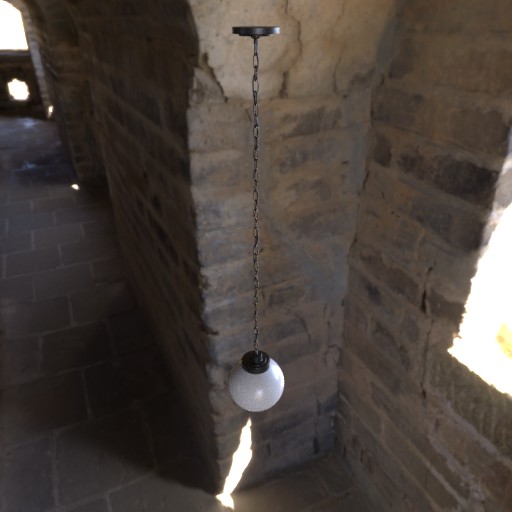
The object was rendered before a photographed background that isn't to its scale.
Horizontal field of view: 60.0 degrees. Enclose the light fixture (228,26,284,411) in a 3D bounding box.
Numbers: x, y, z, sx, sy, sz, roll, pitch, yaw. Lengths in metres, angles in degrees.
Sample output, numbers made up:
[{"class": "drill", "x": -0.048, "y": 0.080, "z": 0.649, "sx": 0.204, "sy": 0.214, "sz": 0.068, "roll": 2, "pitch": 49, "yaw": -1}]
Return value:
[{"class": "light fixture", "x": 0.000, "y": 0.000, "z": 2.032, "sx": 0.304, "sy": 1.867, "sz": 0.305, "roll": 9, "pitch": 30, "yaw": 16}]
